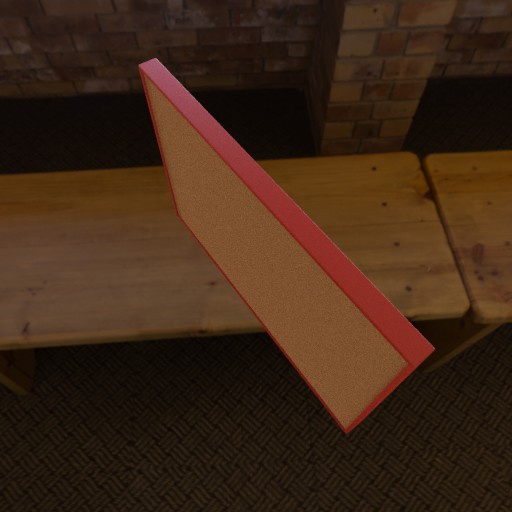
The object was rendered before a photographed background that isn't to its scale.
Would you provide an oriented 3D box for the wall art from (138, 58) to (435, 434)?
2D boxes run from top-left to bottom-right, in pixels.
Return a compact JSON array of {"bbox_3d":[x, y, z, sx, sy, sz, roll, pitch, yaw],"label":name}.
[{"bbox_3d":[0.000,0.000,0.764,0.033,0.405,0.607,-32,64,-18],"label":"wall art"}]
